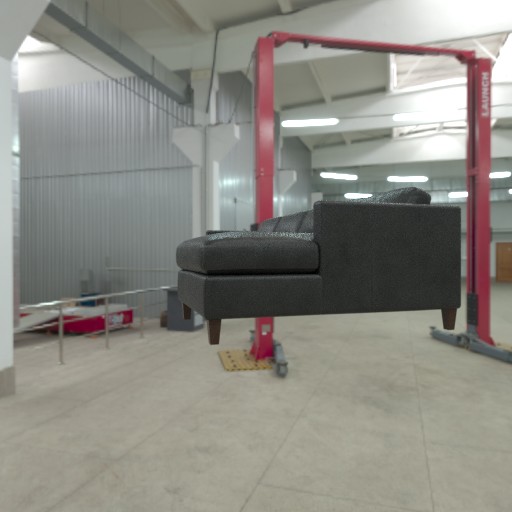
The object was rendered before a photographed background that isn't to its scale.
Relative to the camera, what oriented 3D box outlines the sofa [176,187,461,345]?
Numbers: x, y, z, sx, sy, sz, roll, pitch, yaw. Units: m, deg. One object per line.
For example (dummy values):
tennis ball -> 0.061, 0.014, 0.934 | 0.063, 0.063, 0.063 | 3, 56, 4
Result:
sofa -> 0.000, 0.000, 3.930 | 1.581, 0.883, 3.203 | 0, 0, -17
